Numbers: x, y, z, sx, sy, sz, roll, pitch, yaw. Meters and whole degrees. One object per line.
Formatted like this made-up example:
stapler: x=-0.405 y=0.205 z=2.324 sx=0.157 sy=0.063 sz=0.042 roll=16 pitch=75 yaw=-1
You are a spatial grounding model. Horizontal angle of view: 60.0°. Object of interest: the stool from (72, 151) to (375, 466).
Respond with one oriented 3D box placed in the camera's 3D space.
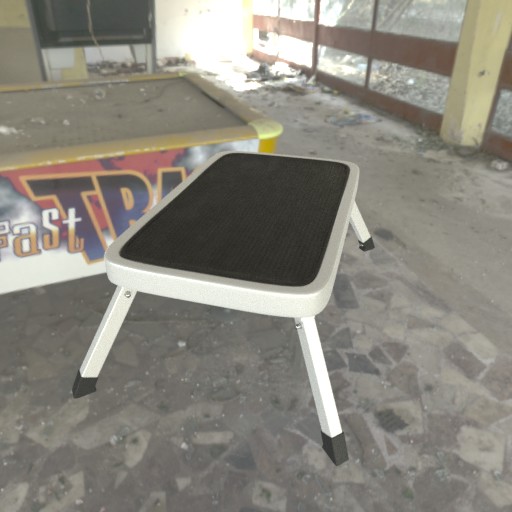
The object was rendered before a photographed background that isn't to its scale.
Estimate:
stool: x=0.000 y=0.000 z=0.617 sx=0.320 sy=0.170 sz=0.460 roll=9 pitch=32 yaw=14
